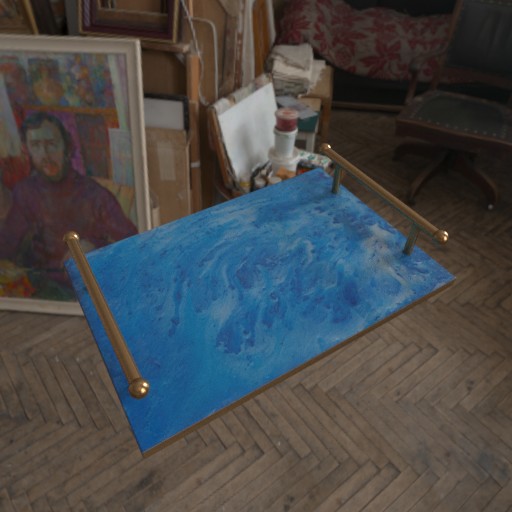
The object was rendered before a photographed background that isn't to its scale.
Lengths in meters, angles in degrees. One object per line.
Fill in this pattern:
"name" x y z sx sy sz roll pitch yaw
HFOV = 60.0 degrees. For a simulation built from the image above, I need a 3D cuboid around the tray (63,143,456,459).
"tray" 0.000 0.000 0.584 0.444 0.084 0.304 -23 50 -21
